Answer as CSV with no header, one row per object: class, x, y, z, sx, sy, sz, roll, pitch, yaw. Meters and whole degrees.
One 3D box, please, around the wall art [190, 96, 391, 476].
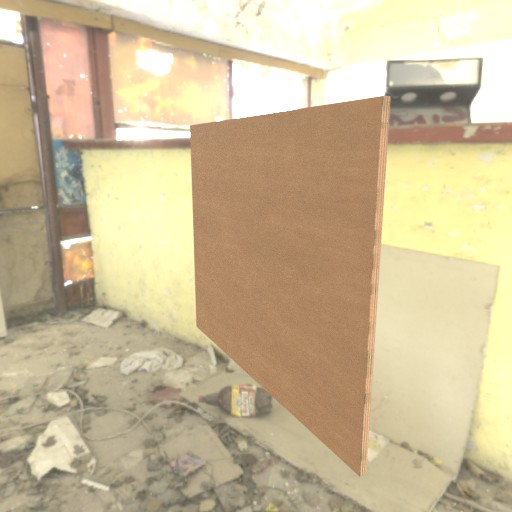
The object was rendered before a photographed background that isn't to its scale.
wall art,0.000,0.000,0.675,0.010,0.408,0.508,-7,15,-28
